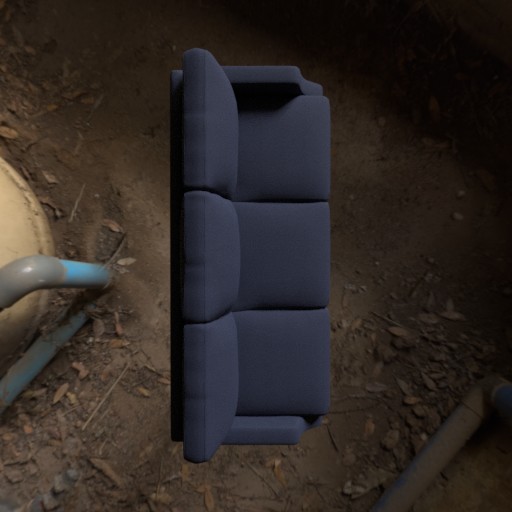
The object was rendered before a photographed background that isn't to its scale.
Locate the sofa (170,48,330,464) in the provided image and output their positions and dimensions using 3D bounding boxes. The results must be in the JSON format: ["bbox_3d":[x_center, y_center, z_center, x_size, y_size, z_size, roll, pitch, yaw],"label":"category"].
[{"bbox_3d":[0.000,0.000,2.594,0.888,0.984,2.115,0,90,0],"label":"sofa"}]
